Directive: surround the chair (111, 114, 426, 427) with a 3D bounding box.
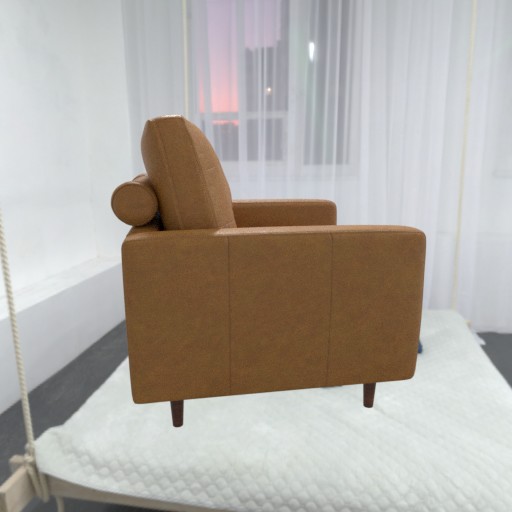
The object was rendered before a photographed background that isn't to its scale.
[{"bbox_3d":[0.000,0.000,1.530,0.868,0.896,0.831,-2,13,-9],"label":"chair"}]
